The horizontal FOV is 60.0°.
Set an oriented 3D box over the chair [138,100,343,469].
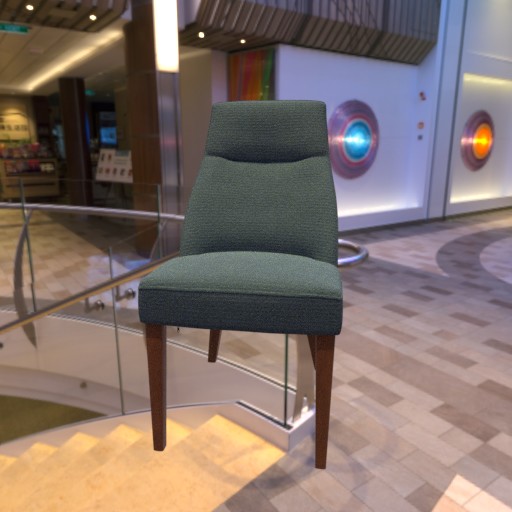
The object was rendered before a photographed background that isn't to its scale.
[{"bbox_3d":[0.000,0.000,1.321,0.500,0.930,0.620,2,14,9],"label":"chair"}]
